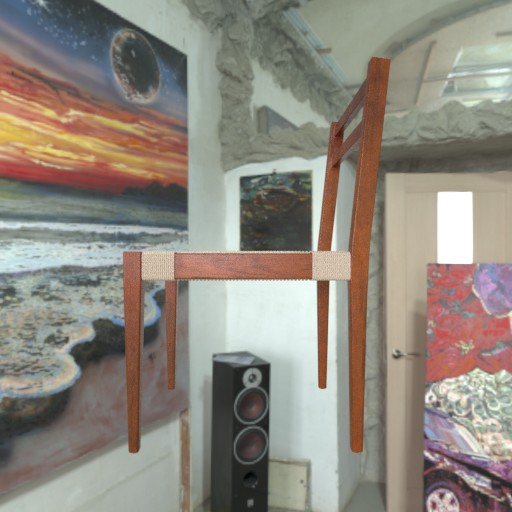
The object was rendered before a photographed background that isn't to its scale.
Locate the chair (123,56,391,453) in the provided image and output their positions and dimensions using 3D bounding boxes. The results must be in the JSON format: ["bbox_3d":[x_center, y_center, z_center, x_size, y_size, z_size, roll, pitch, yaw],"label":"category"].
[{"bbox_3d":[0.000,0.000,1.186,0.569,0.851,0.495,0,0,-1],"label":"chair"}]
